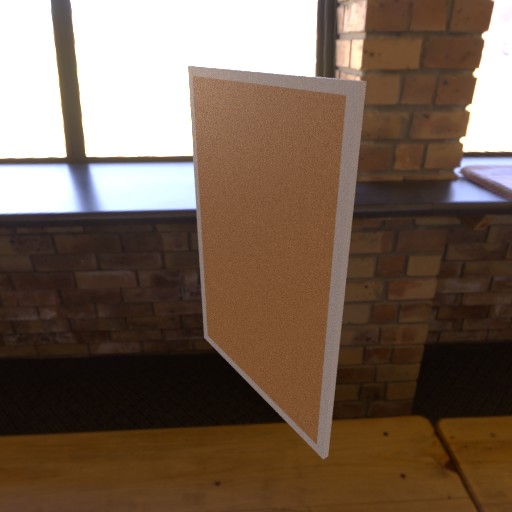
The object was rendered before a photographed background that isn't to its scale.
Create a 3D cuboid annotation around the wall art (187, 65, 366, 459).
[{"bbox_3d":[0.000,0.000,0.852,0.013,0.656,0.456,-17,31,-31],"label":"wall art"}]
